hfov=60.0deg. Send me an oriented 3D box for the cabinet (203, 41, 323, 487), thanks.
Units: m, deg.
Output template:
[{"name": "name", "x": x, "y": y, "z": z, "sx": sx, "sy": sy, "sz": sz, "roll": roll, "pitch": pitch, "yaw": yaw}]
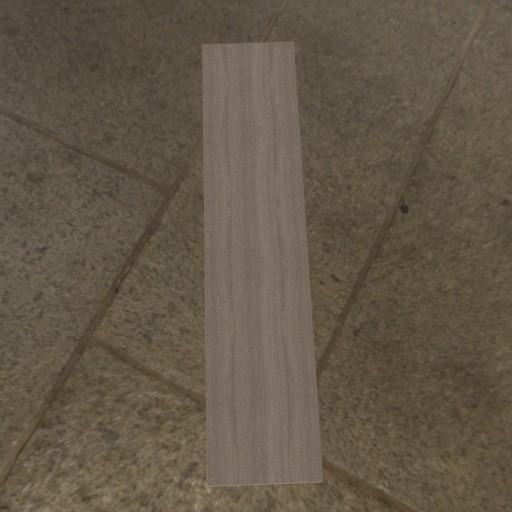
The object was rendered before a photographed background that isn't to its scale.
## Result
[{"name": "cabinet", "x": 0.000, "y": 0.000, "z": 2.527, "sx": 0.499, "sy": 0.779, "sz": 2.198, "roll": -2, "pitch": 76, "yaw": -1}]
